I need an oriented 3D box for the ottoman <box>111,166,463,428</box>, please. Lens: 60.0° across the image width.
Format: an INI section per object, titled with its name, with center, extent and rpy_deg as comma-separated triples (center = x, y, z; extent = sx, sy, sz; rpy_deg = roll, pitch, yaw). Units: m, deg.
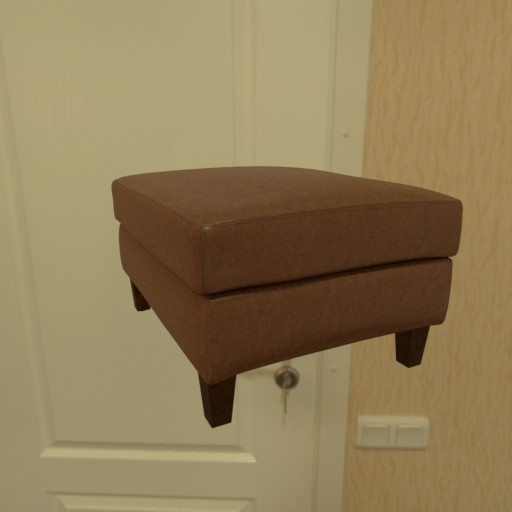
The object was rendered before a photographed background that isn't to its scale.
[ottoman]
center = 0.000, 0.000, 1.254
extent = 0.650, 0.485, 0.851
rpy_deg = -8, 17, -26
